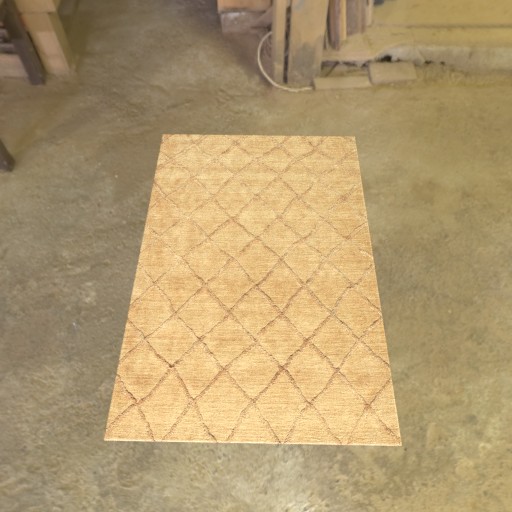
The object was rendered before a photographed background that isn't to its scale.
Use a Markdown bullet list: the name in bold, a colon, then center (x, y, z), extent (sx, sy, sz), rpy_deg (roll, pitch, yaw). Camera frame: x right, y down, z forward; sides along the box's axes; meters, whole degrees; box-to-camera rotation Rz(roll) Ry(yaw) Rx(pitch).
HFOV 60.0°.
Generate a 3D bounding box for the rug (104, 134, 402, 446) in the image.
- **rug**: center (0.000, 0.000, 2.899), extent (1.528, 0.014, 2.292), rpy_deg (1, 57, 1)
